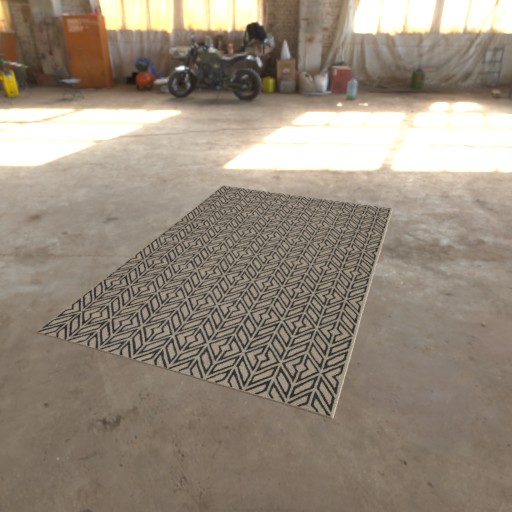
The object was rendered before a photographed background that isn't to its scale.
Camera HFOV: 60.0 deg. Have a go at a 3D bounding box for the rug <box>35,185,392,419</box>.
[{"bbox_3d":[0.000,0.000,2.349,1.220,0.007,1.828,10,31,18],"label":"rug"}]
